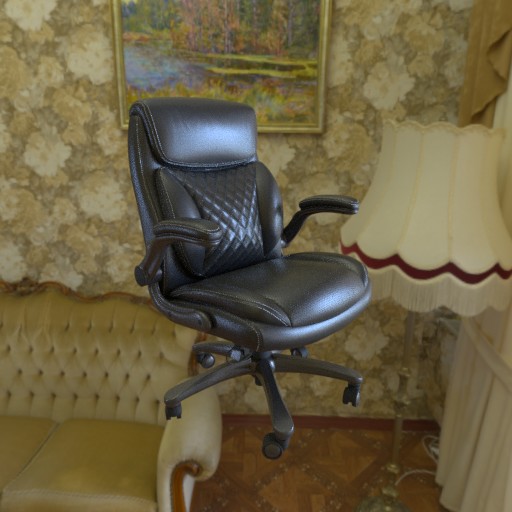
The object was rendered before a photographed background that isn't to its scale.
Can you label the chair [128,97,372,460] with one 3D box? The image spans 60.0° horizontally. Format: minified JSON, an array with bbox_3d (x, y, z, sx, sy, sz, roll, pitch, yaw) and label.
[{"bbox_3d":[0.000,0.000,1.600,0.724,1.110,0.782,14,21,42],"label":"chair"}]
